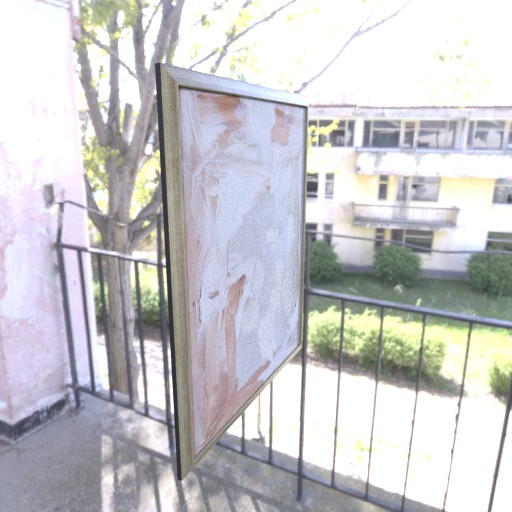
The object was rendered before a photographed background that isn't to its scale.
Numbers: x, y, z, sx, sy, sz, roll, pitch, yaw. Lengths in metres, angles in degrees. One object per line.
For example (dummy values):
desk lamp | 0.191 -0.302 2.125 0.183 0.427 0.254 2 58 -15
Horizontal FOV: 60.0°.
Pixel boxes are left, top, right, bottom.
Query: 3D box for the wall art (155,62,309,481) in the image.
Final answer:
wall art | 0.000 0.000 0.909 0.018 0.660 0.559 8 17 26
